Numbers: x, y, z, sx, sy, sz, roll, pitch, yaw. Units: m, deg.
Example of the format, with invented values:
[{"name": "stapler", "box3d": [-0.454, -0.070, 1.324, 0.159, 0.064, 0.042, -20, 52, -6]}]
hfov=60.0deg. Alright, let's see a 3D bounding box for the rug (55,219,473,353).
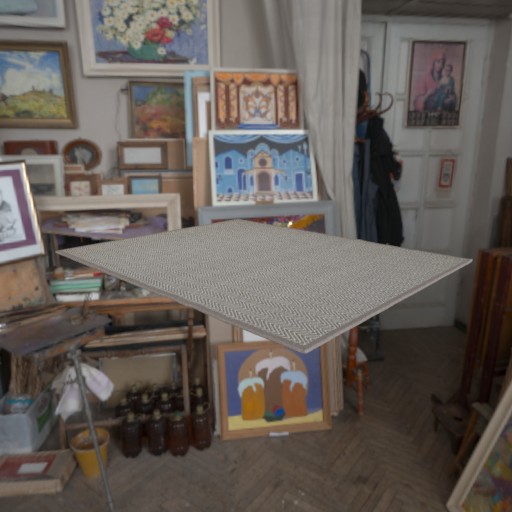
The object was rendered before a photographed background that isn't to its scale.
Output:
[{"name": "rug", "box3d": [0.000, 0.000, 4.086, 3.007, 0.032, 2.434, 14, 20, 42]}]
